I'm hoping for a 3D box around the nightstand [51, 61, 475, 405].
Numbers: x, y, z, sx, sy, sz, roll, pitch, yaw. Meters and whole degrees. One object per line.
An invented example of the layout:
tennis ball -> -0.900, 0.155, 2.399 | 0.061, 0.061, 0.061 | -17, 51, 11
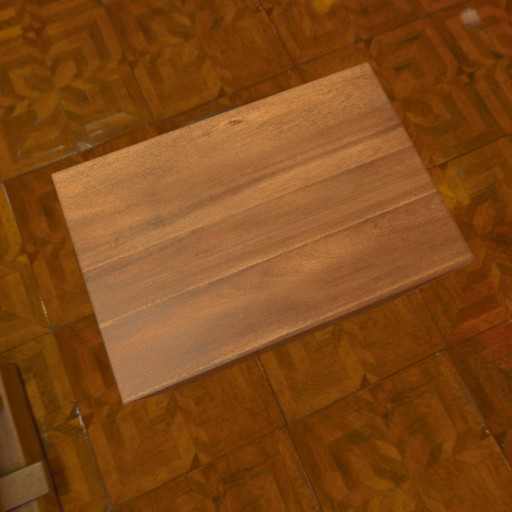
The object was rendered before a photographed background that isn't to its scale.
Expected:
nightstand -> 0.000, 0.000, 1.042 | 0.605, 0.611, 0.427 | -21, 77, -5
